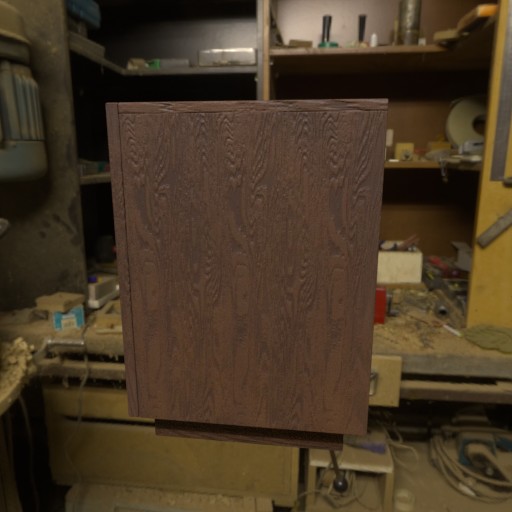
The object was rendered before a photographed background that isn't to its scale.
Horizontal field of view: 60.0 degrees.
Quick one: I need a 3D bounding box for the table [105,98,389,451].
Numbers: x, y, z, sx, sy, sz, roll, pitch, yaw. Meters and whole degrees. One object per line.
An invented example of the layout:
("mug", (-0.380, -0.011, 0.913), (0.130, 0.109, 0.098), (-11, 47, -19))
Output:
("table", (0.000, 0.000, 0.967), (0.439, 0.585, 0.560), (2, 13, 7))
